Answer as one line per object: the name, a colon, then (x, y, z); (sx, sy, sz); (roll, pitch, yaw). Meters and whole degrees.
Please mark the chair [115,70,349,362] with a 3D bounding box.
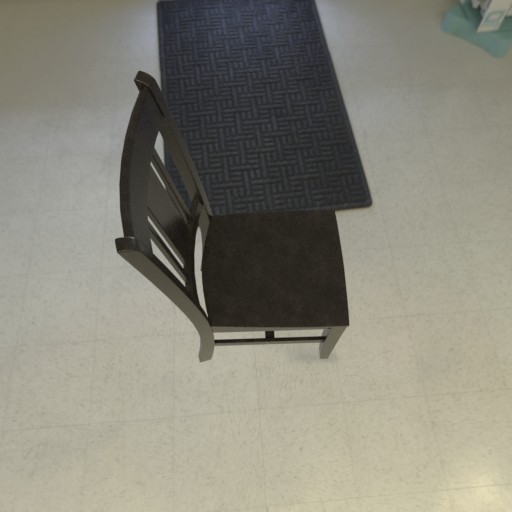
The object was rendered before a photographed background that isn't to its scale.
chair: (0.000, 0.000, 1.335); (0.555, 0.998, 0.450); (-2, 64, -1)
